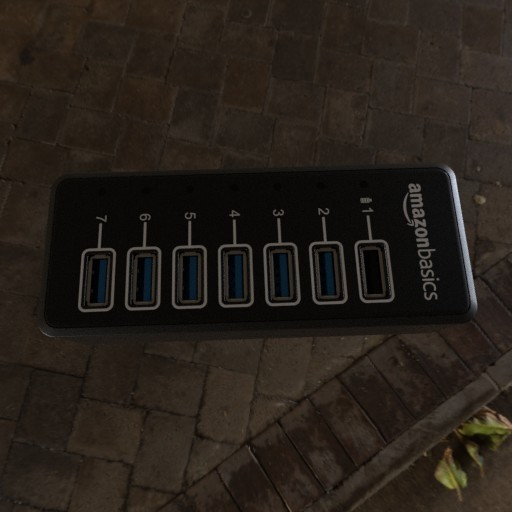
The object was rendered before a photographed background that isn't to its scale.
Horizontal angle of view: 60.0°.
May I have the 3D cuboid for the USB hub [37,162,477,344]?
[{"bbox_3d":[0.000,0.000,0.125,0.110,0.023,0.044,-2,74,-1],"label":"USB hub"}]
